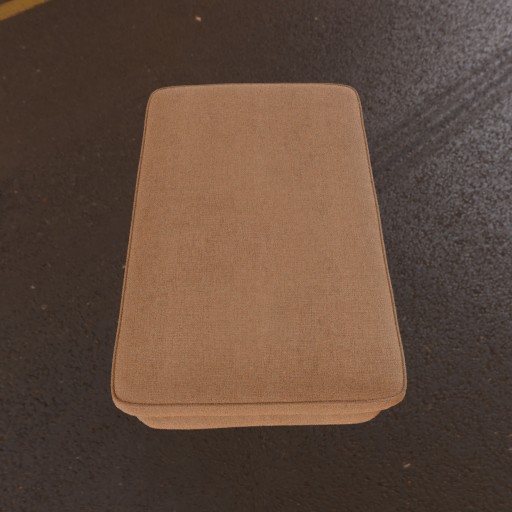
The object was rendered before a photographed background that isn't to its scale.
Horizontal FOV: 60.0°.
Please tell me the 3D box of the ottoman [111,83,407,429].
[{"bbox_3d":[0.000,0.000,1.202,0.583,0.484,0.862,-1,63,0],"label":"ottoman"}]
